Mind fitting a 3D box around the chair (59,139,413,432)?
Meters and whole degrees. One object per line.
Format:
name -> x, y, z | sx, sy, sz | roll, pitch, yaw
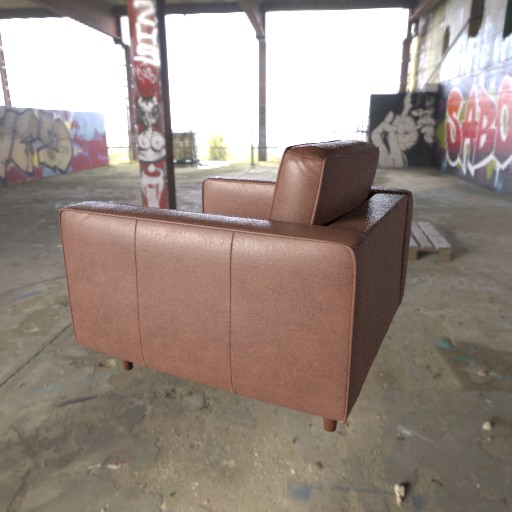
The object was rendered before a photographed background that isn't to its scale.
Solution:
chair -> 0.000, 0.000, 1.515 | 0.900, 0.770, 0.920 | 8, 18, 25
